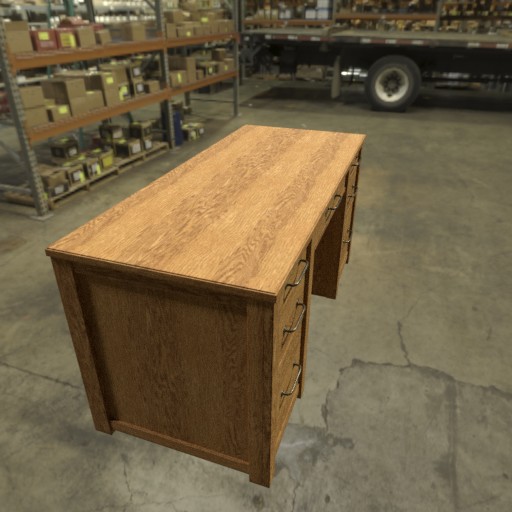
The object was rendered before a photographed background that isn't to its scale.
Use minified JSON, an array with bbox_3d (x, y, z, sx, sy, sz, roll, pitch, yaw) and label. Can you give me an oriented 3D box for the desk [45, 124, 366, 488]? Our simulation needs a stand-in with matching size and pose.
[{"bbox_3d":[0.000,0.000,1.954,0.685,0.751,1.567,10,31,17],"label":"desk"}]
